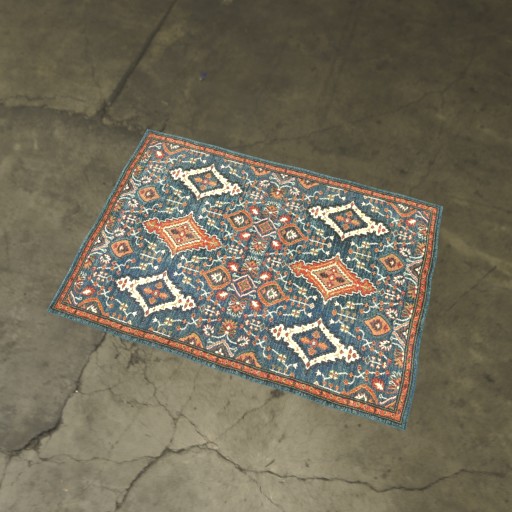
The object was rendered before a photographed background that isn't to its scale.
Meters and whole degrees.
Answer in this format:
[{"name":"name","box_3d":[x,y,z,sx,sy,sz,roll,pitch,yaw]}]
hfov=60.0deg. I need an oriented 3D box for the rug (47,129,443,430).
[{"name":"rug","box_3d":[0.000,0.000,3.058,2.373,0.009,1.622,16,65,8]}]
